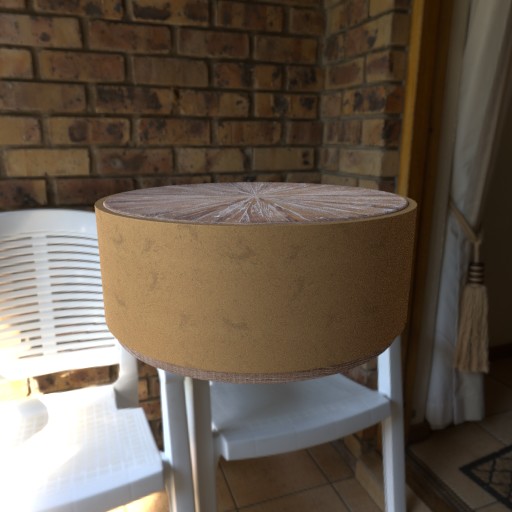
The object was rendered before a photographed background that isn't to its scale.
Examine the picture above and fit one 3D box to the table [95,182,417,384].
[{"bbox_3d":[0.000,0.000,1.508,1.001,0.409,1.001,0,15,0],"label":"table"}]
